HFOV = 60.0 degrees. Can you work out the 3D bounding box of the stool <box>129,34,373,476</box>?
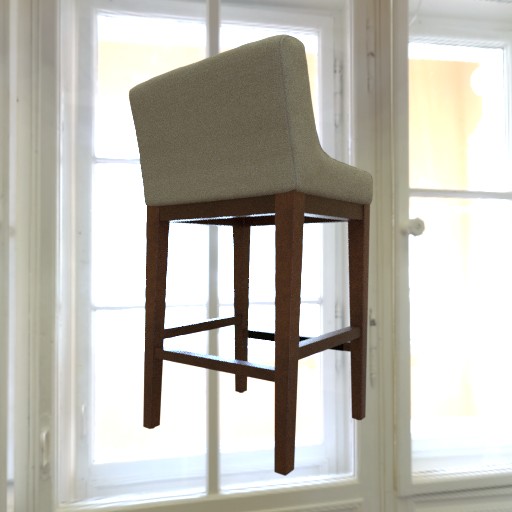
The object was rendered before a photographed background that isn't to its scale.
[{"bbox_3d":[0.000,0.000,1.231,0.511,0.937,0.500,0,0,36],"label":"stool"}]
